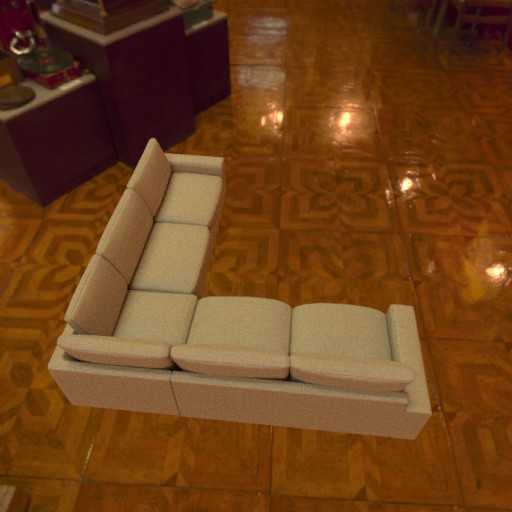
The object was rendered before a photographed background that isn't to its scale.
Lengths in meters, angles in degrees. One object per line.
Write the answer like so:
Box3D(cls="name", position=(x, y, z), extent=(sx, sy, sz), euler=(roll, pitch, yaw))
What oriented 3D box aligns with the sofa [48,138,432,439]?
Box3D(cls="sofa", position=(0.000, 0.000, 3.995), extent=(2.622, 0.800, 2.742), euler=(4, 47, 4))
